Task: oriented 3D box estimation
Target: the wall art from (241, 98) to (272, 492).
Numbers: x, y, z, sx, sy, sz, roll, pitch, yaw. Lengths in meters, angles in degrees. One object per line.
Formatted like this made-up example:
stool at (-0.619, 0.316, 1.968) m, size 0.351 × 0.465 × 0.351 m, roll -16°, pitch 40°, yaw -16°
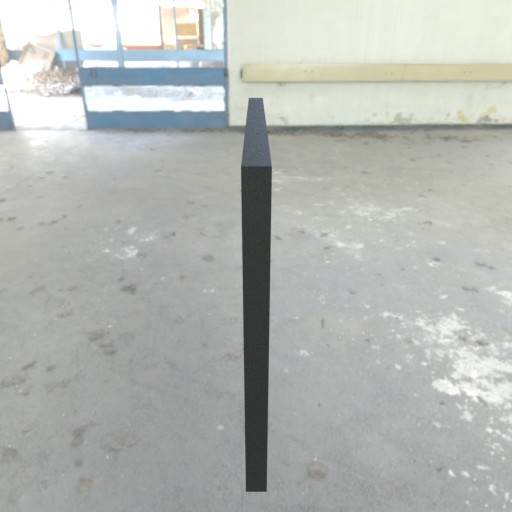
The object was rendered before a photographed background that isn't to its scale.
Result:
wall art at (0.000, 0.000, 0.766) m, size 0.029 × 0.457 × 0.558 m, roll 0°, pitch 26°, yaw 0°
